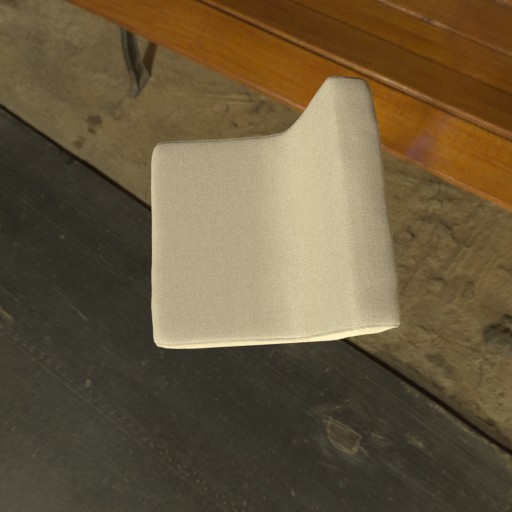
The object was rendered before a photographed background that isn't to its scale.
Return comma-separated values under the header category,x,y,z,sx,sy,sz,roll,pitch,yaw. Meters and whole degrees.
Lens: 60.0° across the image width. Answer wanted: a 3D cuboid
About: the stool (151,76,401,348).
category,x,y,z,sx,sy,sz,roll,pitch,yaw
stool,0.000,0.000,1.264,0.500,0.937,0.511,-3,76,-1
